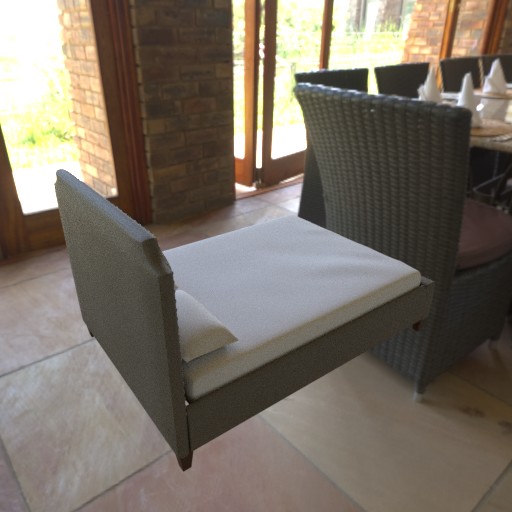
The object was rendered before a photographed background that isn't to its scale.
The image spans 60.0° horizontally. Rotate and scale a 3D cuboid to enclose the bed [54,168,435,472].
[{"bbox_3d":[0.000,0.000,3.409,2.372,1.443,1.712,-19,32,-32],"label":"bed"}]
